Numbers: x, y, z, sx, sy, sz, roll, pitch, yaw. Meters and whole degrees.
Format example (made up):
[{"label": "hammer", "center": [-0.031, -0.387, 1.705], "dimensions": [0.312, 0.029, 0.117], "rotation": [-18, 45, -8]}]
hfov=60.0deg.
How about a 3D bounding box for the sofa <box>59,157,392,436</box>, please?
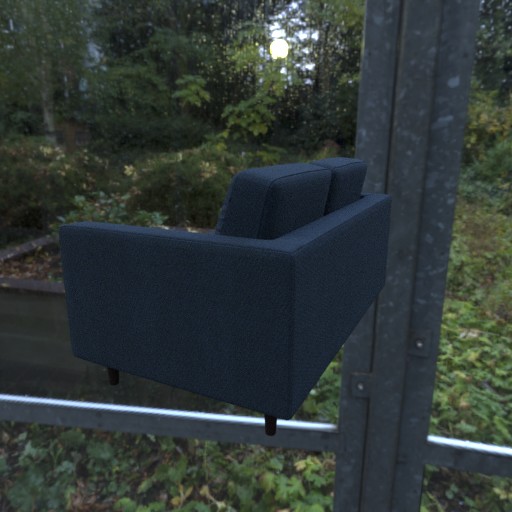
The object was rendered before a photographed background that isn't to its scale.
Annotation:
[{"label": "sofa", "center": [0.000, 0.000, 2.180], "dimensions": [0.999, 0.930, 1.518], "rotation": [7, 16, 26]}]
